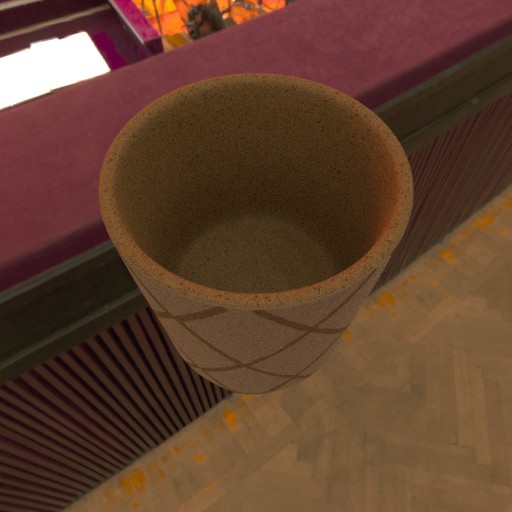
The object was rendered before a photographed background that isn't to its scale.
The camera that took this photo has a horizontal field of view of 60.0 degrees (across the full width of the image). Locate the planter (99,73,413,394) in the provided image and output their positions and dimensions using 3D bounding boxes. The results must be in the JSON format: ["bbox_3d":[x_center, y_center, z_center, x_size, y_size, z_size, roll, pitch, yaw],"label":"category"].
[{"bbox_3d":[0.000,0.000,0.355,0.191,0.199,0.191,0,57,0],"label":"planter"}]
